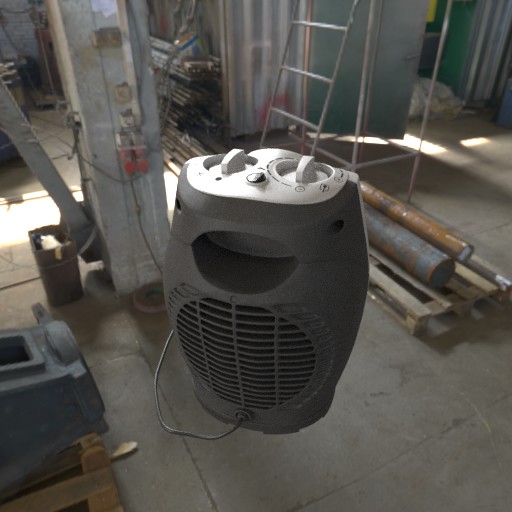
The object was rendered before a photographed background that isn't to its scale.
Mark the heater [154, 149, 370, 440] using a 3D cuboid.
[{"bbox_3d":[0.000,0.000,0.473,0.239,0.255,0.291,9,33,14],"label":"heater"}]
